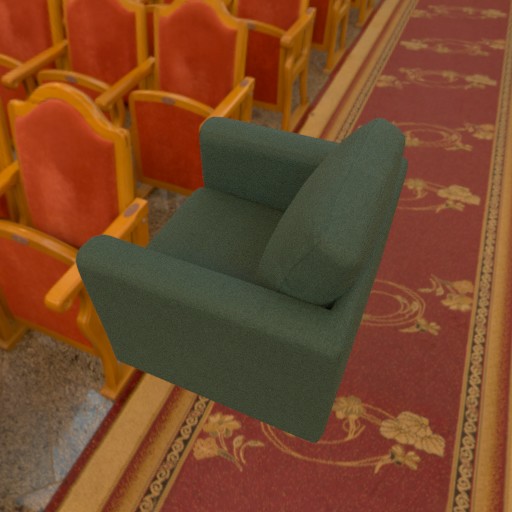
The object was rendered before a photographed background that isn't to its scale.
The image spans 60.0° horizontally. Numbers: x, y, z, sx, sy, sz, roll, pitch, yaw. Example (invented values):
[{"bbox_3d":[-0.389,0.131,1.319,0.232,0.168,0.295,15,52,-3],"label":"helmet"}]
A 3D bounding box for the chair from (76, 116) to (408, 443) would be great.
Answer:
[{"bbox_3d":[0.000,0.000,1.544,0.800,0.927,0.855,18,49,16],"label":"chair"}]
